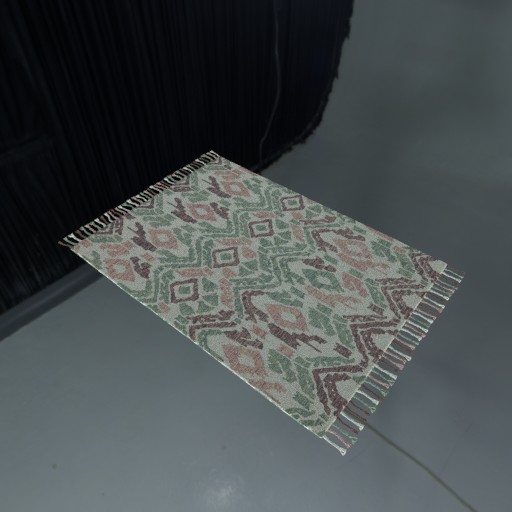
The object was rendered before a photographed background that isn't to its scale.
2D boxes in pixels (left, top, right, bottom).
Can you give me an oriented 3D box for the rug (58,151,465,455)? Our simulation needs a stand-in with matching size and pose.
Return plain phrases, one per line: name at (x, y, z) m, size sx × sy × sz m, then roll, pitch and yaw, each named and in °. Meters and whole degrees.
rug at (0.000, 0.000, 2.352) m, size 1.829 × 0.010 × 1.219 m, roll 30°, pitch 52°, yaw 27°
